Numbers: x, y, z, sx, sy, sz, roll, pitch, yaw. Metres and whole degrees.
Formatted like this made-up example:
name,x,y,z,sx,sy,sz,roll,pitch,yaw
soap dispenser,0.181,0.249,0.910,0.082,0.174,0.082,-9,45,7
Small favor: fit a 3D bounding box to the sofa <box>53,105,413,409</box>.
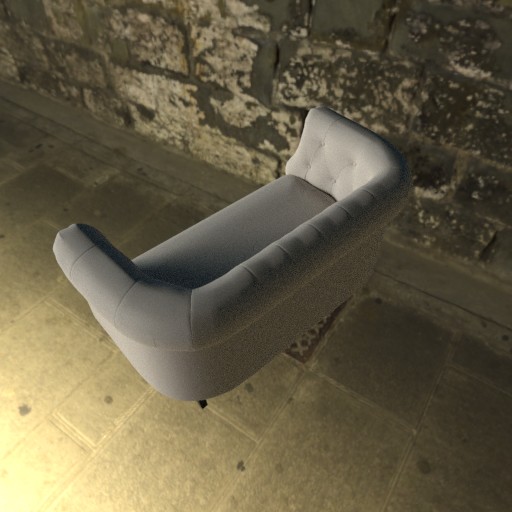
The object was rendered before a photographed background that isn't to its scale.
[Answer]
name,x,y,z,sx,sy,sz,roll,pitch,yaw
sofa,0.000,0.000,2.116,1.558,0.827,0.835,-33,55,-27
